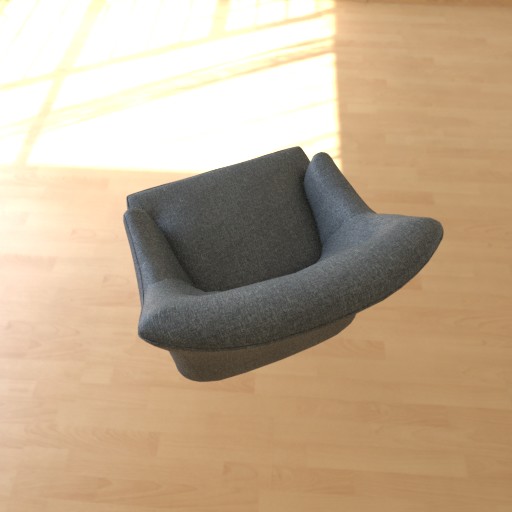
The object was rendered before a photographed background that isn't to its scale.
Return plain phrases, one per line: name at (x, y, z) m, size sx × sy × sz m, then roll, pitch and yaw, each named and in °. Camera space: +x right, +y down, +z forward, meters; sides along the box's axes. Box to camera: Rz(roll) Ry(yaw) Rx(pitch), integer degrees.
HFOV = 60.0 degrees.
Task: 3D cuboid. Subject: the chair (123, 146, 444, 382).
chair at (0.000, 0.000, 1.605) m, size 0.864 × 0.856 × 0.923 m, roll -19°, pitch 60°, yaw -11°
